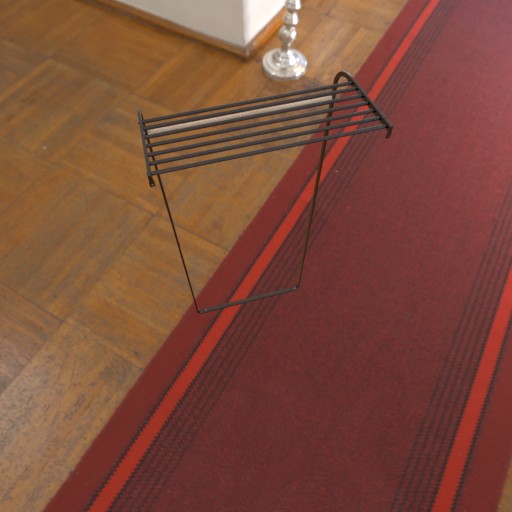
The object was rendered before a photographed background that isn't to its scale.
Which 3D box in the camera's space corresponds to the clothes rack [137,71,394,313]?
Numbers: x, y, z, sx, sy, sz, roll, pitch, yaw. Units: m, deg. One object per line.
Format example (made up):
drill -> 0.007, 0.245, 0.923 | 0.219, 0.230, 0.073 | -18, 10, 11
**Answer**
clothes rack -> 0.000, 0.000, 1.810 | 0.609, 1.574, 0.349 | -13, 61, -8
